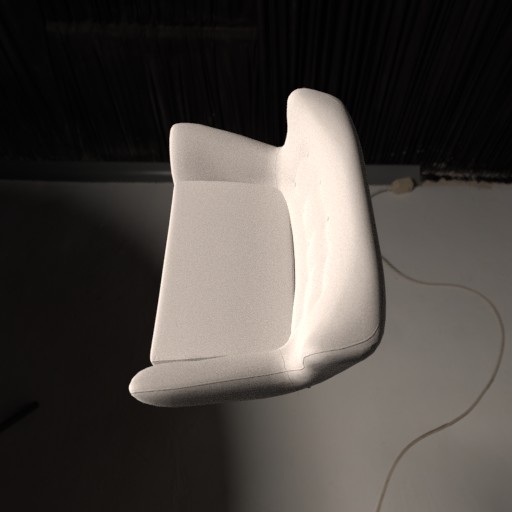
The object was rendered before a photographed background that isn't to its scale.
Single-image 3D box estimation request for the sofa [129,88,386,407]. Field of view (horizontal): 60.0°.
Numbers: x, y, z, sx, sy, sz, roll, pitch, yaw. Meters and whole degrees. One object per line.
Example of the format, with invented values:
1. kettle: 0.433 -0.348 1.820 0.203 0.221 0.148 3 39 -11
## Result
1. sofa: 0.000 0.000 2.063 0.921 0.878 1.424 0 57 0
